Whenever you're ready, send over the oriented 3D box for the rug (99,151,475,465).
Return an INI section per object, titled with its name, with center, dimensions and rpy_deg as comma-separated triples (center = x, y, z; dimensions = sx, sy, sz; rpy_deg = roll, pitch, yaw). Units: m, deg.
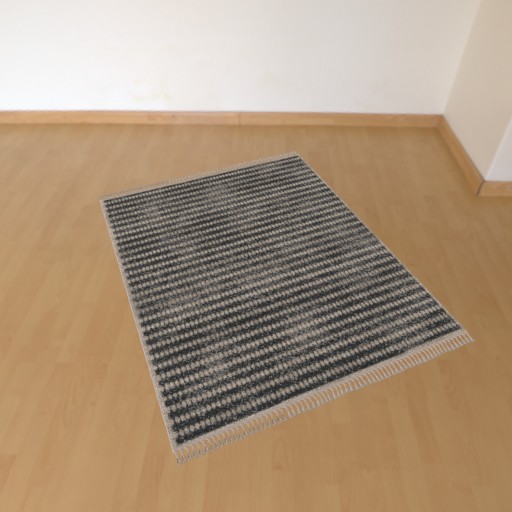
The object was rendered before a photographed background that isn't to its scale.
[rug]
center = 0.000, 0.000, 3.885
dimensions = 2.256, 0.013, 2.910
rpy_deg = -17, 46, -17
